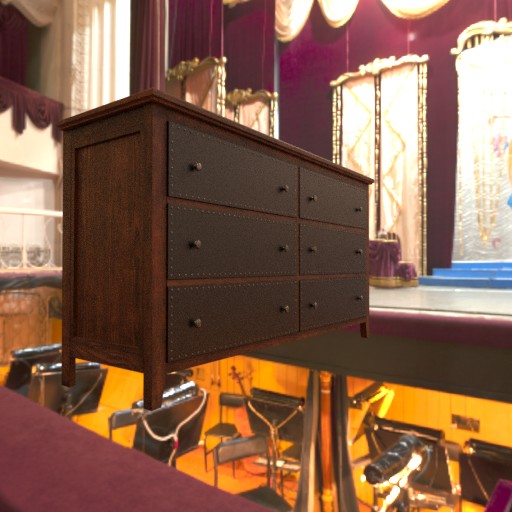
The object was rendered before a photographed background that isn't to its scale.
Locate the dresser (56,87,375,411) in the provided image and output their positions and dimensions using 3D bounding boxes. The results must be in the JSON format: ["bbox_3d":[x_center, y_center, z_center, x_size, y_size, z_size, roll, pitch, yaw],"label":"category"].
[{"bbox_3d":[0.000,0.000,1.912,0.463,0.856,1.551,-1,-2,36],"label":"dresser"}]
